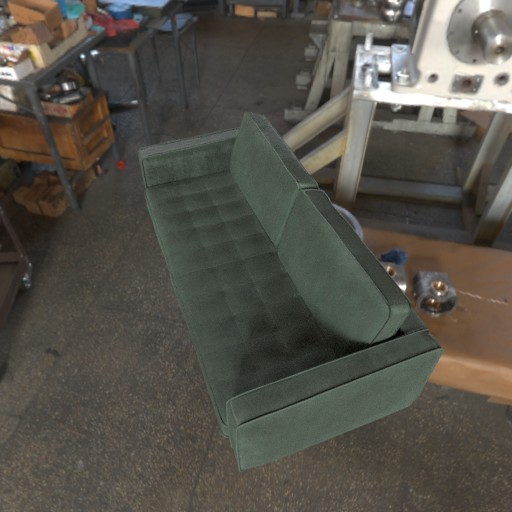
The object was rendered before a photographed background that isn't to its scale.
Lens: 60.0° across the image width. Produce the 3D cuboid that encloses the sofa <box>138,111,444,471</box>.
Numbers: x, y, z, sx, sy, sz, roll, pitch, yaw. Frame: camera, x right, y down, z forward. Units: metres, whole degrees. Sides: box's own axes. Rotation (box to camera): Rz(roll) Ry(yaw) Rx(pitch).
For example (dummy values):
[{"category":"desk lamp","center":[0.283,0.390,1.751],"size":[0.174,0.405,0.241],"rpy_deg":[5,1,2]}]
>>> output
[{"category":"sofa","center":[0.000,0.000,2.293],"size":[0.886,0.781,1.816],"rpy_deg":[-15,48,-14]}]
